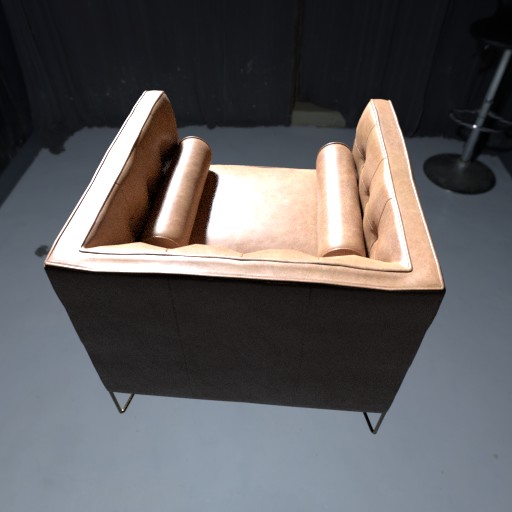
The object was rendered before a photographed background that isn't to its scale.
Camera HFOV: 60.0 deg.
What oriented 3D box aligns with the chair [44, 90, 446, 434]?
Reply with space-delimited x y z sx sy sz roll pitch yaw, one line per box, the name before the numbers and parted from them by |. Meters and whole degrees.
chair | 0.000 0.000 1.551 0.920 0.797 0.912 3 46 3
